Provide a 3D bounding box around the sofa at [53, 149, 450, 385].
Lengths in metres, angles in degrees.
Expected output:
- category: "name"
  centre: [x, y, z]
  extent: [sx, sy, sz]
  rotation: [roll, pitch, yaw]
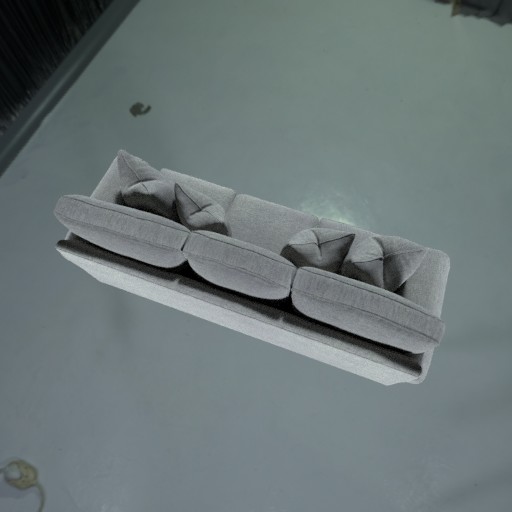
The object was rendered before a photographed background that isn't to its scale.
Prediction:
- category: "sofa"
  centre: [0.000, 0.000, 2.846]
  extent: [2.312, 0.975, 0.965]
  rotation: [18, 66, 9]
